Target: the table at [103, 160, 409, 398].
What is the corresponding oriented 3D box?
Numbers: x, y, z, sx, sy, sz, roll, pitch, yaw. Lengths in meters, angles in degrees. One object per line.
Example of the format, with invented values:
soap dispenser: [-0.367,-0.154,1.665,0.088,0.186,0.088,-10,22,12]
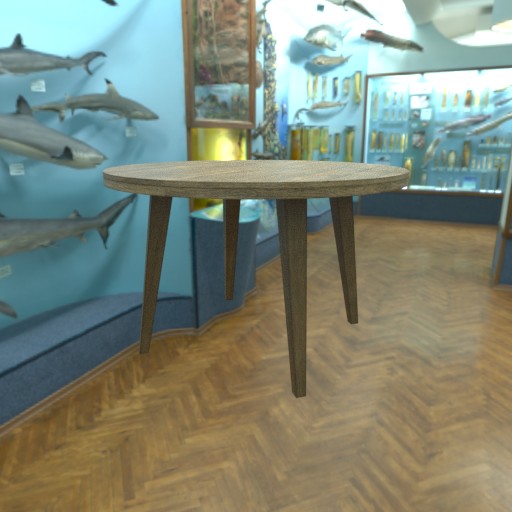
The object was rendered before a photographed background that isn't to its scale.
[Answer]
table: [0.000,0.000,1.948,1.213,0.764,1.213,0,15,0]
